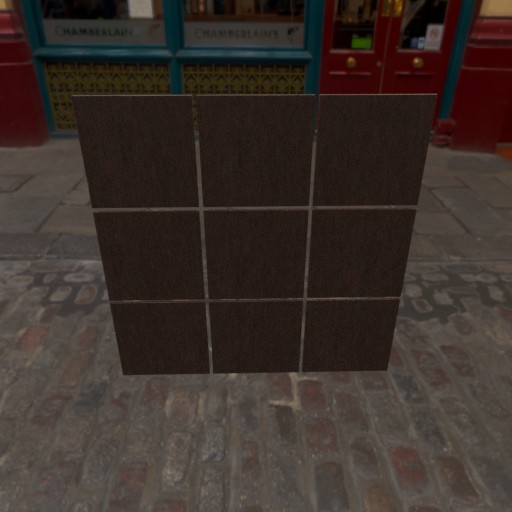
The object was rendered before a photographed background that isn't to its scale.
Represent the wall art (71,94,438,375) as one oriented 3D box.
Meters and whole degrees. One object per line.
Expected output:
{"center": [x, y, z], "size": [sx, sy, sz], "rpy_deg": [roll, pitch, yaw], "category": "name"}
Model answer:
{"center": [0.000, 0.000, 2.210], "size": [1.527, 1.525, 0.014], "rpy_deg": [-1, 28, -1], "category": "wall art"}
